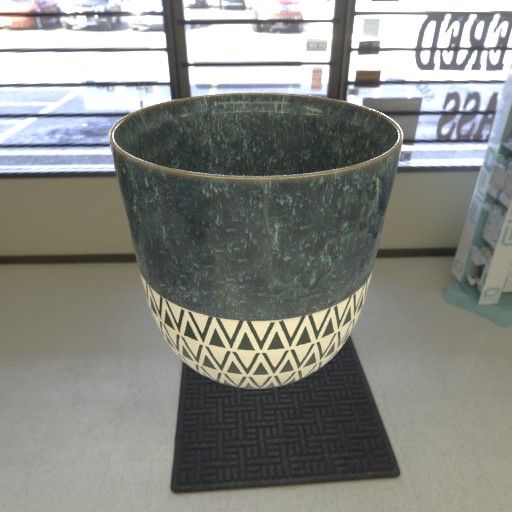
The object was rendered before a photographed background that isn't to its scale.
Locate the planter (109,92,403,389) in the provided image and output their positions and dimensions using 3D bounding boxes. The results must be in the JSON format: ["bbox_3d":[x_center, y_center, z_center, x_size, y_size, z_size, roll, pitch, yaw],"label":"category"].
[{"bbox_3d":[0.000,0.000,0.360,0.195,0.214,0.195,0,32,0],"label":"planter"}]
